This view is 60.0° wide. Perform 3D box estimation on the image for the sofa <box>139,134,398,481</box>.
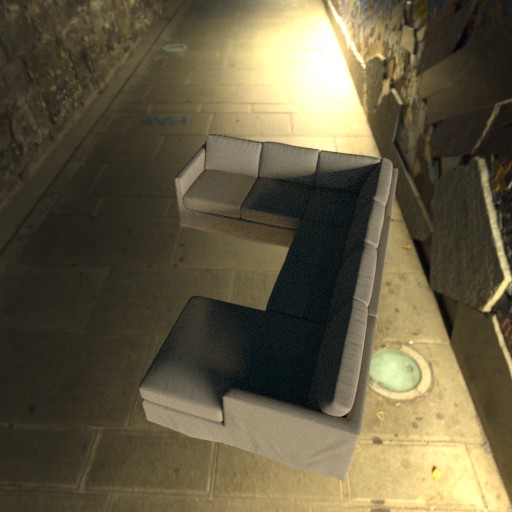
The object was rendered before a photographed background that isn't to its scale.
[{"bbox_3d":[0.000,0.000,4.397,2.427,0.882,3.460,12,42,13],"label":"sofa"}]
